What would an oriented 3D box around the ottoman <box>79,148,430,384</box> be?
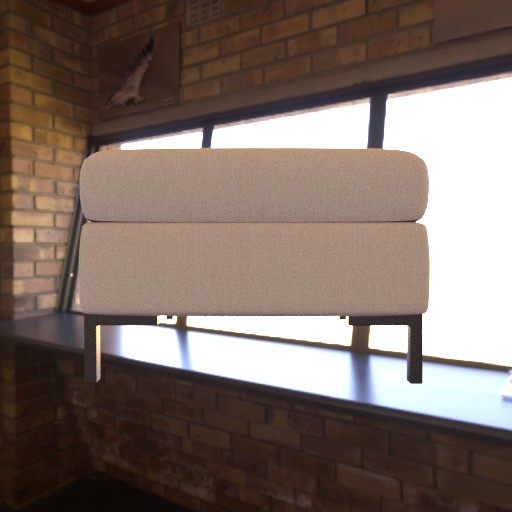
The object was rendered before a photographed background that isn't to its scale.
[{"bbox_3d":[0.000,0.000,1.177,0.657,0.453,0.794,0,1,0],"label":"ottoman"}]
